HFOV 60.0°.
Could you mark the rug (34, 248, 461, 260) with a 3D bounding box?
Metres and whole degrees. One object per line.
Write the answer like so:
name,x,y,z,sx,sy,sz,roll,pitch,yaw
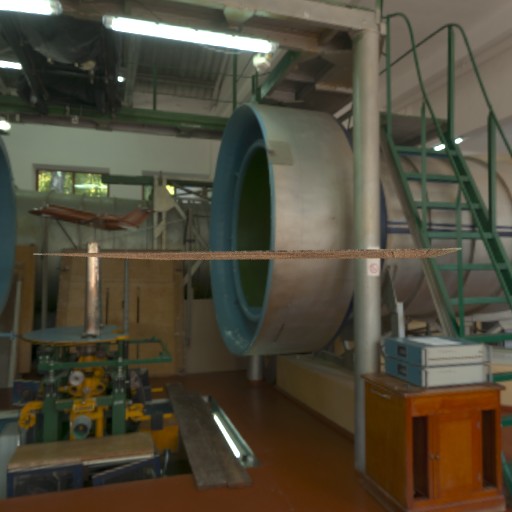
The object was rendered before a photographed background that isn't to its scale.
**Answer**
rug,0.000,0.000,4.354,3.422,0.015,2.143,-1,-2,17
